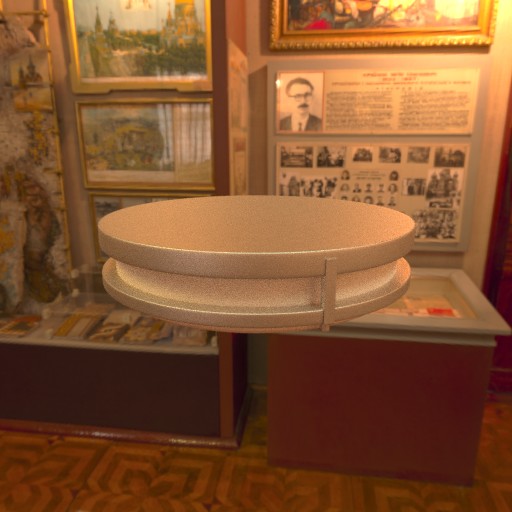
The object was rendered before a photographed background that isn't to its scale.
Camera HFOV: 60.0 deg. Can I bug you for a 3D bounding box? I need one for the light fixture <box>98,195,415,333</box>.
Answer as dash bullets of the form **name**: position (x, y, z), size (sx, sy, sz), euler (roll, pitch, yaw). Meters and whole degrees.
- **light fixture**: position (0.000, 0.000, 0.536), size (0.356, 0.102, 0.356), euler (0, 15, 0)
